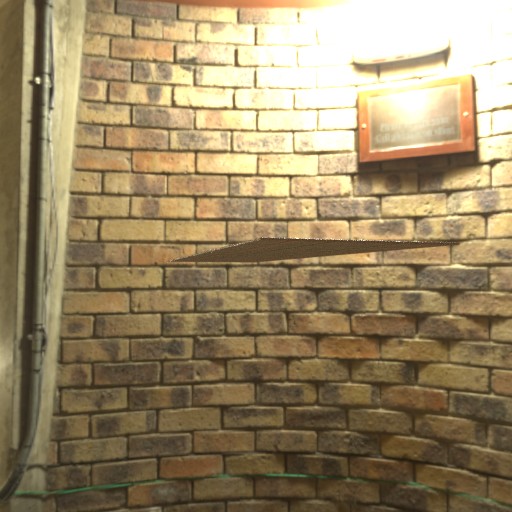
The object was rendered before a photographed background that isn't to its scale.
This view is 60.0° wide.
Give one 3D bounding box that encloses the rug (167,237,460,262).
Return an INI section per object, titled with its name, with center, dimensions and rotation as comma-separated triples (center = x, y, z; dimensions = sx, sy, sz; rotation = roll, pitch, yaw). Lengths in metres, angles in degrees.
[rug]
center = 0.000, 0.000, 2.648
dimensions = 0.762, 0.008, 2.439
rotation = 1, -3, -18
